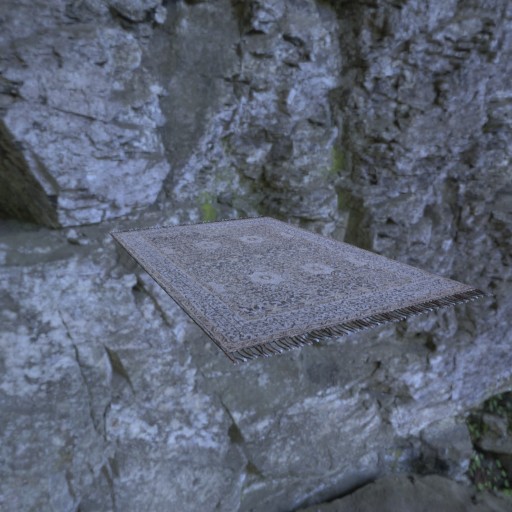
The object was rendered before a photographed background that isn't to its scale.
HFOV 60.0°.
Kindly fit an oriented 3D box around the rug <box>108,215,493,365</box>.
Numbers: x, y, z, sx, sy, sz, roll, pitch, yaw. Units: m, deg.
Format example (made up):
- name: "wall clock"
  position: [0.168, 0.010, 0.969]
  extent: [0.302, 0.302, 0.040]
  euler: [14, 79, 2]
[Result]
- name: "rug"
  position: [0.000, 0.000, 2.479]
  extent: [1.237, 0.010, 2.029]
  euler: [-9, 18, -27]
